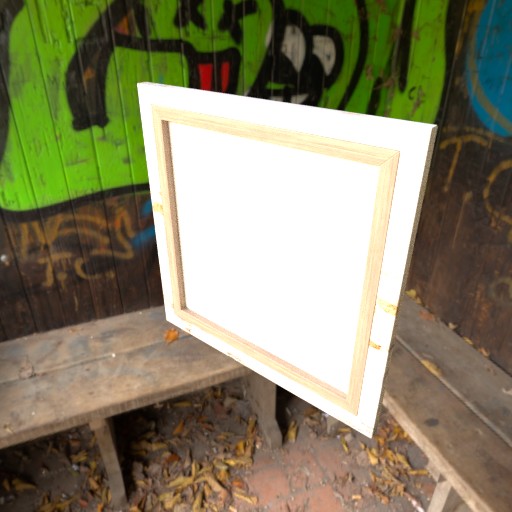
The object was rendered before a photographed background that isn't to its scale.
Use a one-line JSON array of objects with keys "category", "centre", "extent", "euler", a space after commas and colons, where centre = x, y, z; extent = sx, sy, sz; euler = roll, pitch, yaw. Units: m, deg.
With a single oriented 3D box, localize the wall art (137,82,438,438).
[{"category": "wall art", "centre": [0.000, 0.000, 1.507], "extent": [1.015, 1.018, 0.040], "euler": [22, 36, 33]}]
